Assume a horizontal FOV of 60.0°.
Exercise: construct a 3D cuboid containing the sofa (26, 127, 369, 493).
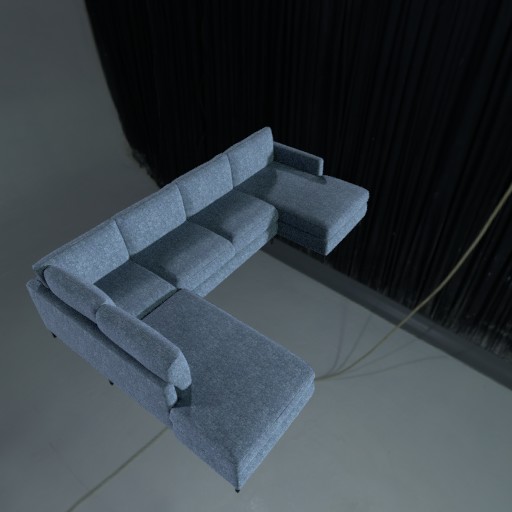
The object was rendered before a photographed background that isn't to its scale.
[{"bbox_3d":[0.000,0.000,3.466,1.879,0.756,2.737,27,48,27],"label":"sofa"}]
